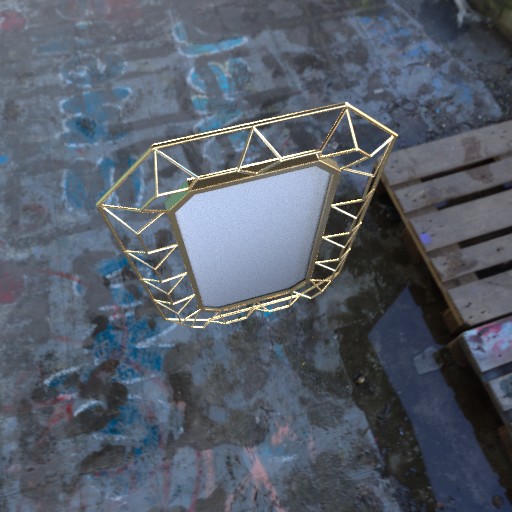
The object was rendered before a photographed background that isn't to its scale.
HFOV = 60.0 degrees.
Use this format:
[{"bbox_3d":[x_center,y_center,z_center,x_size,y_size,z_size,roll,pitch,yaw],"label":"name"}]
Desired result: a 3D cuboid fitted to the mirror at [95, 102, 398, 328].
[{"bbox_3d":[0.000,0.000,1.083,0.572,0.870,0.051,-14,65,-7],"label":"mirror"}]
